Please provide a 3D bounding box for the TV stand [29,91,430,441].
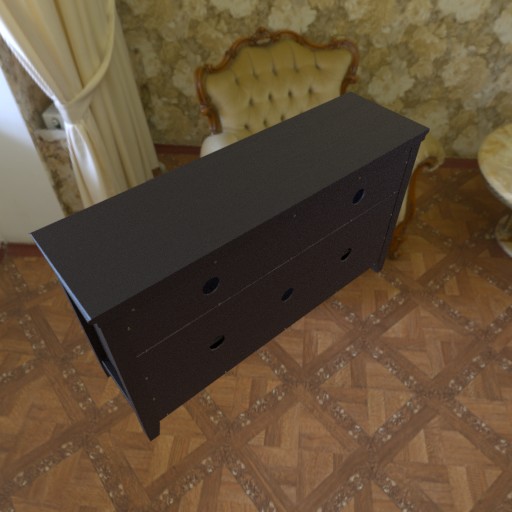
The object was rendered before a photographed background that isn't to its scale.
[{"bbox_3d":[0.000,0.000,1.519,1.198,0.681,0.347,-31,53,-27],"label":"TV stand"}]
